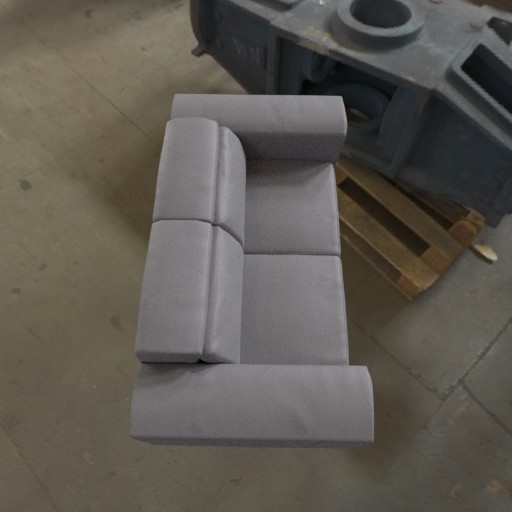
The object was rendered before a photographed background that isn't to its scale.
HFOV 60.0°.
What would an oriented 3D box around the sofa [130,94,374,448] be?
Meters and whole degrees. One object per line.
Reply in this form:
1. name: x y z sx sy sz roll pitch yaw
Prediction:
1. sofa: 0.000 0.000 2.380 1.003 0.779 1.895 1 64 0
